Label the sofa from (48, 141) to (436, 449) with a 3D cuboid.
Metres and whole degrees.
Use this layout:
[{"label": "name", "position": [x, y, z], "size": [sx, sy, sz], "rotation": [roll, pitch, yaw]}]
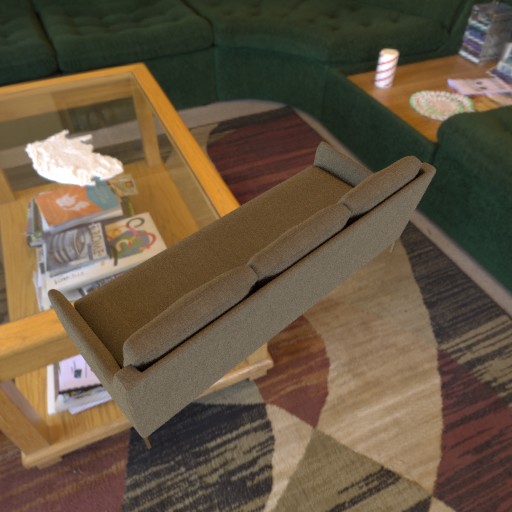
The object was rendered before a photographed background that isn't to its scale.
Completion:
[{"label": "sofa", "position": [0.000, 0.000, 2.518], "size": [2.060, 0.837, 0.849], "rotation": [-33, 55, -28]}]
